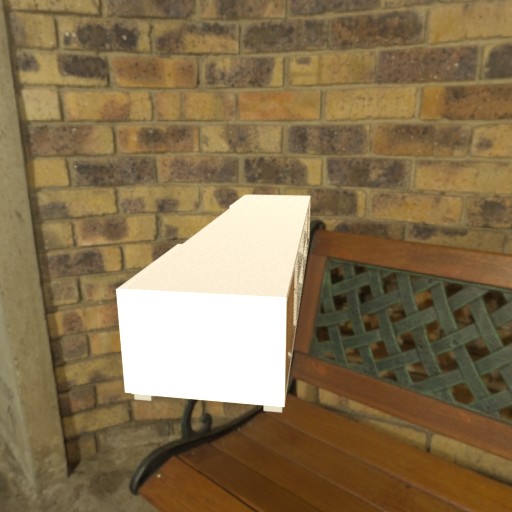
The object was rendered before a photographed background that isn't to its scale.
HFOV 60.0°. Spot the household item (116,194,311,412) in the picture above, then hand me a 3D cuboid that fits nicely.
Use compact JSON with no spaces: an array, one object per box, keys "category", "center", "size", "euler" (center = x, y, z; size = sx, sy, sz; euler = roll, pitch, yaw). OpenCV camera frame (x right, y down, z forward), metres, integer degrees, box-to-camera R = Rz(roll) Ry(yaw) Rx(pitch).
[{"category":"household item","center":[0.000,0.000,1.983],"size":[0.420,0.310,1.850],"euler":[2,15,8]}]
